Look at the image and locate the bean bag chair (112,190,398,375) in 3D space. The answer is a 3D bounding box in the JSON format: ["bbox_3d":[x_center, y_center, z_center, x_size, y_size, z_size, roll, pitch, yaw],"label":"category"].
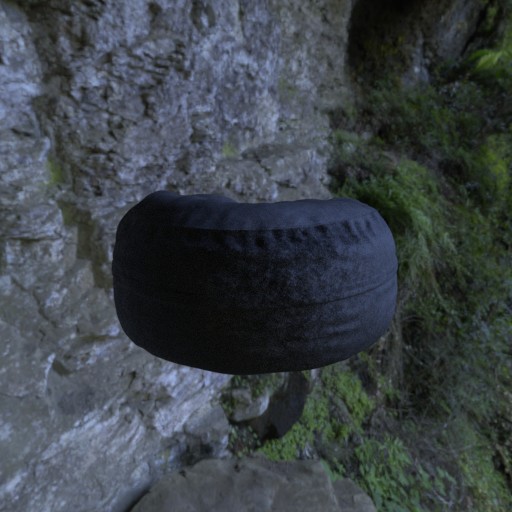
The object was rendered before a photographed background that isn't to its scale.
[{"bbox_3d":[0.000,0.000,2.468,1.525,0.751,1.525,0,15,0],"label":"bean bag chair"}]
